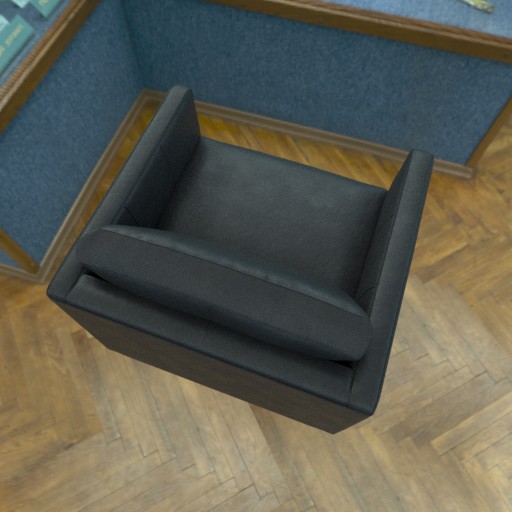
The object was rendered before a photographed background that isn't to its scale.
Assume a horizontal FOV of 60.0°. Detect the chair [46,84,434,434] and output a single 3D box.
[{"bbox_3d":[0.000,0.000,1.543,0.939,0.811,0.862,18,65,9],"label":"chair"}]
